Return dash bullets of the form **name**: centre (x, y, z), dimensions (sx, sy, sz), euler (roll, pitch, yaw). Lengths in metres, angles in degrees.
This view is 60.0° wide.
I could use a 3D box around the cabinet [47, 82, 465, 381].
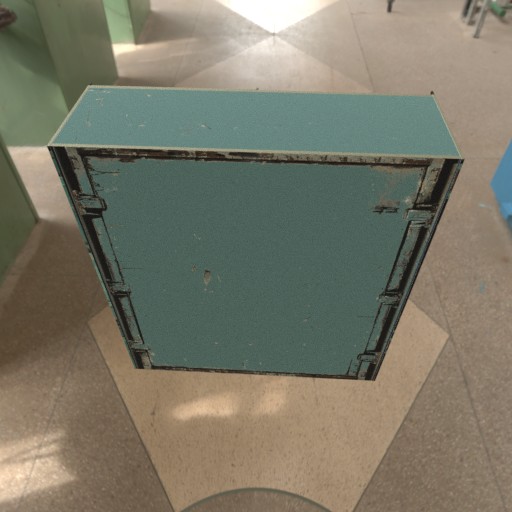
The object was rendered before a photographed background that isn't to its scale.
- **cabinet**: centre (0.000, 0.000, 3.134), dimensions (2.000, 2.160, 0.680), euler (2, 47, 2)
